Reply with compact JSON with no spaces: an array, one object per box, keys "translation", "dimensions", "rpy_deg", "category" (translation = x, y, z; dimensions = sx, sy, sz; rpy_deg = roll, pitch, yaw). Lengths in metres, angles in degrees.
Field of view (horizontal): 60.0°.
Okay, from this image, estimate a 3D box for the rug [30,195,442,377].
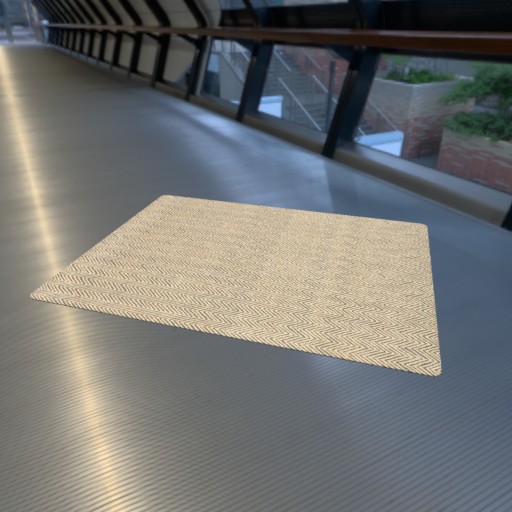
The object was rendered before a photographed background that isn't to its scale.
[{"translation":[0.000,0.000,4.256],"dimensions":[3.207,0.014,2.439],"rpy_deg":[8,30,14],"category":"rug"}]
